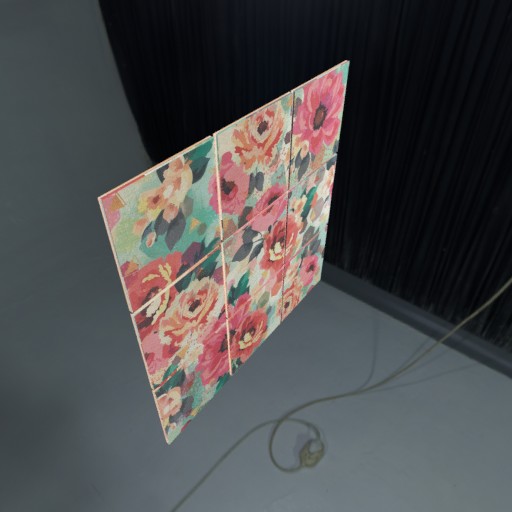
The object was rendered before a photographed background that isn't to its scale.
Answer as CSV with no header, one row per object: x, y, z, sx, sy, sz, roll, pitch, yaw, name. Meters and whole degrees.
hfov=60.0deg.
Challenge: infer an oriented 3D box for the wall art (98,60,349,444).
0.000,0.000,1.349,0.012,0.910,0.911,26,48,27,wall art
